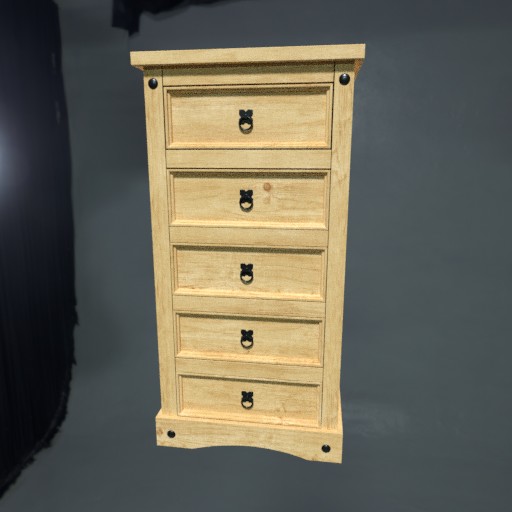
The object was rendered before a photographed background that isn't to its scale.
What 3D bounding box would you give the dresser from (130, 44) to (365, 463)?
[{"bbox_3d":[0.000,0.000,1.294,0.531,1.041,0.390,2,13,8],"label":"dresser"}]
